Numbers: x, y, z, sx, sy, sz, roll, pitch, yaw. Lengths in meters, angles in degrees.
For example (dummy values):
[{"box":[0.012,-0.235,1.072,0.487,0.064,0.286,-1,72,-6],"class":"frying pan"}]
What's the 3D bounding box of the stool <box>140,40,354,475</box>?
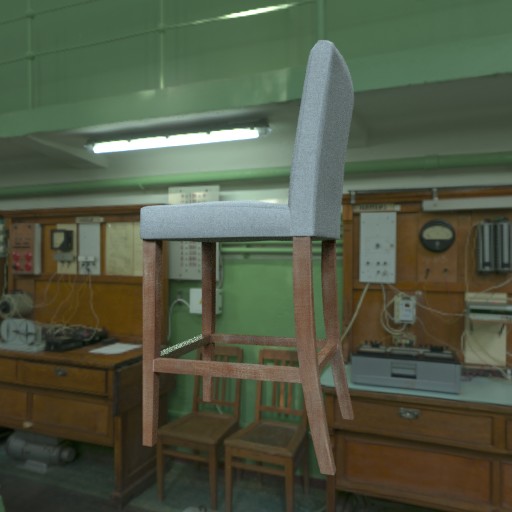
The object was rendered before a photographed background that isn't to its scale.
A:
[{"box":[0.000,0.000,1.375,0.570,1.088,0.439,0,1,19],"class":"stool"}]
